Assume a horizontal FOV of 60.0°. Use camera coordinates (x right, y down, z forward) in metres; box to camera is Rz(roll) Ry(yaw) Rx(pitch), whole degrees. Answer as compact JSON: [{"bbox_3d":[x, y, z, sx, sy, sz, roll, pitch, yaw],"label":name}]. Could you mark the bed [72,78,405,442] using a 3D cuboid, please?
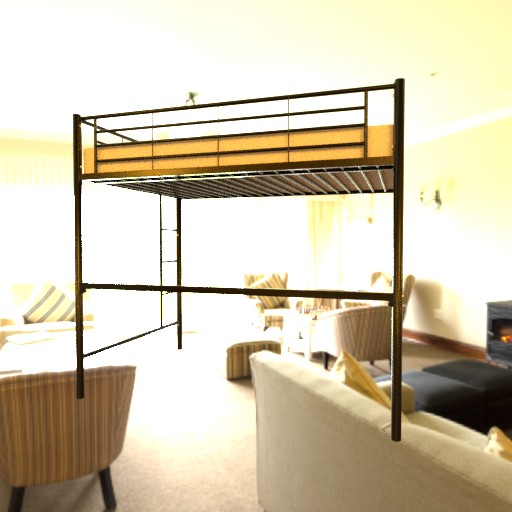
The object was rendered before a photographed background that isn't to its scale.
[{"bbox_3d":[0.000,0.000,3.158,1.994,1.803,1.397,1,2,18],"label":"bed"}]
